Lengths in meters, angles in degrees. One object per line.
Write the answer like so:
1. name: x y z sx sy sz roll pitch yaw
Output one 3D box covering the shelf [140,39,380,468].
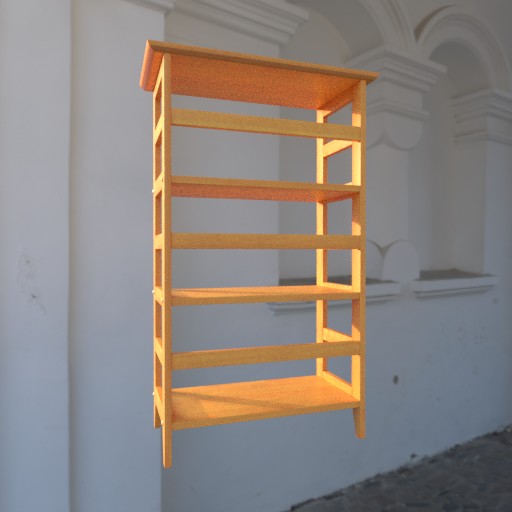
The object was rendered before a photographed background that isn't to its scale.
1. shelf: 0.000 0.000 1.339 0.660 1.067 0.305 0 1 -18
